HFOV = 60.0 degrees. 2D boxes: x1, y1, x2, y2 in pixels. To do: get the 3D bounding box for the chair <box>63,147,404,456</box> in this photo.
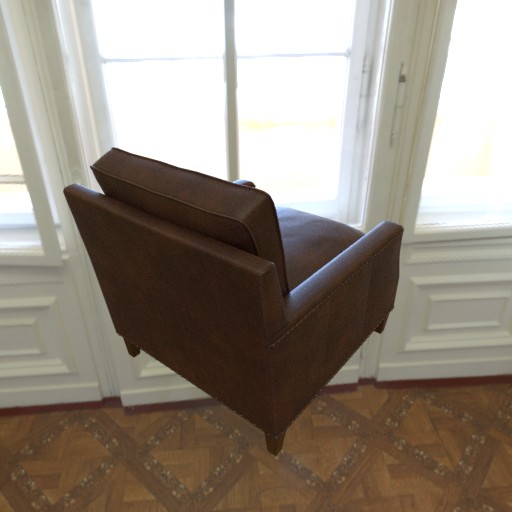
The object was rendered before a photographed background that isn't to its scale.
[{"bbox_3d":[0.000,0.000,1.749,0.853,0.929,1.014,22,37,33],"label":"chair"}]
